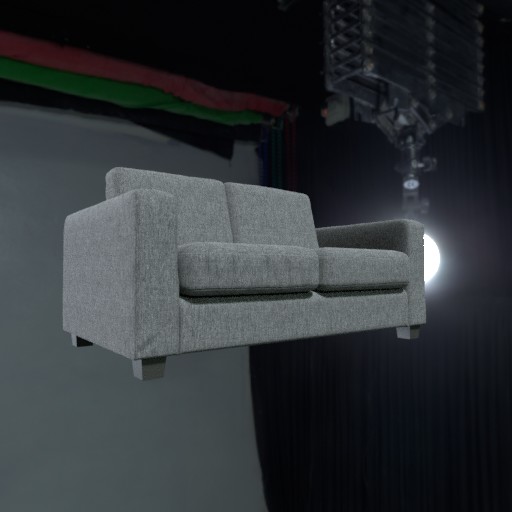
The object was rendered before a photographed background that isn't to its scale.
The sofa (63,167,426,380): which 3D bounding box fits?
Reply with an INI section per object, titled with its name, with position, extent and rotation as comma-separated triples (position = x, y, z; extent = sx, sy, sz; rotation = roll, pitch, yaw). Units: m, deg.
[sofa]
position = 0.000, 0.000, 2.075
extent = 1.520, 0.800, 0.900
rotation = 1, -2, -37
